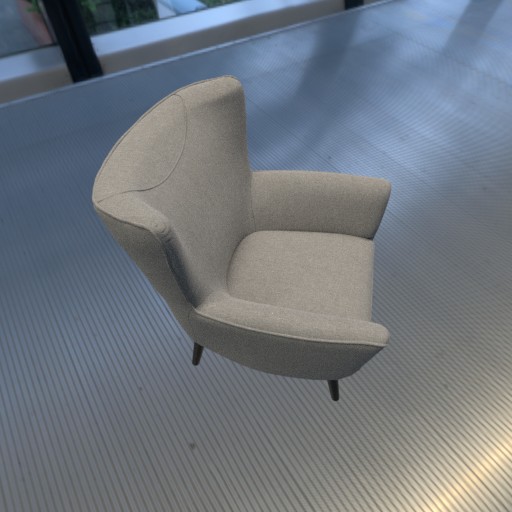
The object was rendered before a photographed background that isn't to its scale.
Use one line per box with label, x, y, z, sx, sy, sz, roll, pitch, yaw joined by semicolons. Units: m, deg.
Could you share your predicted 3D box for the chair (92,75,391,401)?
chair;0.000;0.000;1.576;0.888;0.933;0.781;9;48;8
